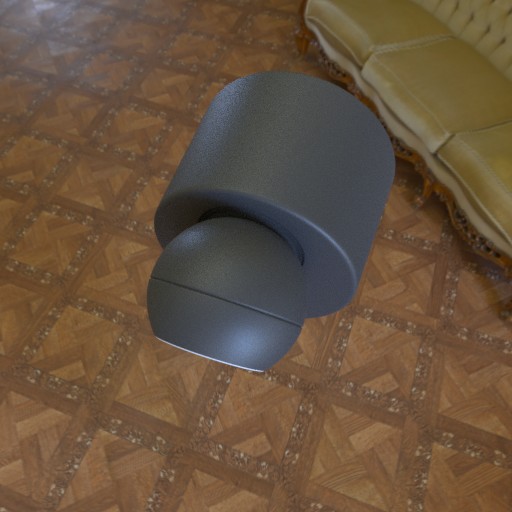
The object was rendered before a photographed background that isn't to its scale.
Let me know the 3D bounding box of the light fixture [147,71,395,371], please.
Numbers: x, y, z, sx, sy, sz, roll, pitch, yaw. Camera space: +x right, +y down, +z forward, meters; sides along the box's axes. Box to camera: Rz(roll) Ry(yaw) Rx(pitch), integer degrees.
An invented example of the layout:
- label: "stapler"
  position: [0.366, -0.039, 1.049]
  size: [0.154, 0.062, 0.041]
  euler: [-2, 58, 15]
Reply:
- label: "light fixture"
  position: [0.000, 0.000, 0.266]
  size: [0.134, 0.143, 0.160]
  euler: [16, 59, 10]
